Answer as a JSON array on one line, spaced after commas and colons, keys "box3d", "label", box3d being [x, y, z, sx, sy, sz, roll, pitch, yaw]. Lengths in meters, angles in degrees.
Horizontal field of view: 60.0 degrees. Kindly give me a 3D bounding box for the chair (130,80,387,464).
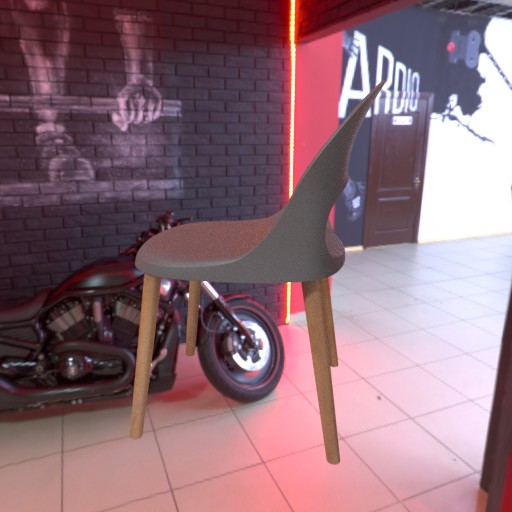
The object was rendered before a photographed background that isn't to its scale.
[{"box3d": [0.000, 0.000, 1.096, 0.556, 0.795, 0.470, 3, 15, 9], "label": "chair"}]
